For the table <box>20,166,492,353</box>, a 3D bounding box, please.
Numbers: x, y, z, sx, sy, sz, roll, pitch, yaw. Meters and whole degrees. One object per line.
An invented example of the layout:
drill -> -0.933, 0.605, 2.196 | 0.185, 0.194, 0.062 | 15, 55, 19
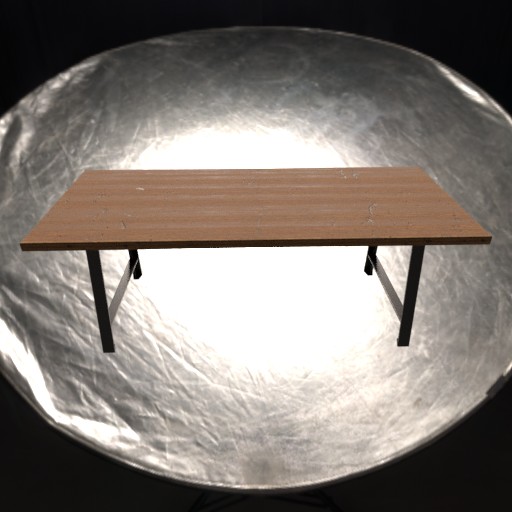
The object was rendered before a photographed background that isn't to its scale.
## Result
table -> 0.000, 0.000, 2.679 | 2.200, 0.757, 1.000 | -1, 30, -1
